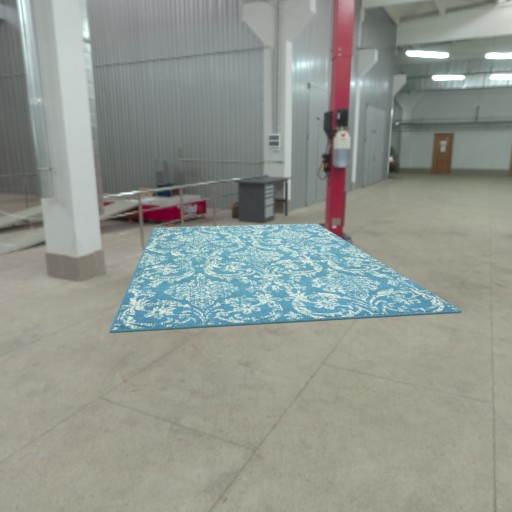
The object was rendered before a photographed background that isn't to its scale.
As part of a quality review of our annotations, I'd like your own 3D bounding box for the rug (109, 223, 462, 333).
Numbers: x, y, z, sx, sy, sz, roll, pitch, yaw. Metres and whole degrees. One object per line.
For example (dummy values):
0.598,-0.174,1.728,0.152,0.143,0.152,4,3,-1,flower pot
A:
0.000,0.000,3.551,1.816,0.018,2.746,-2,14,-8,rug
